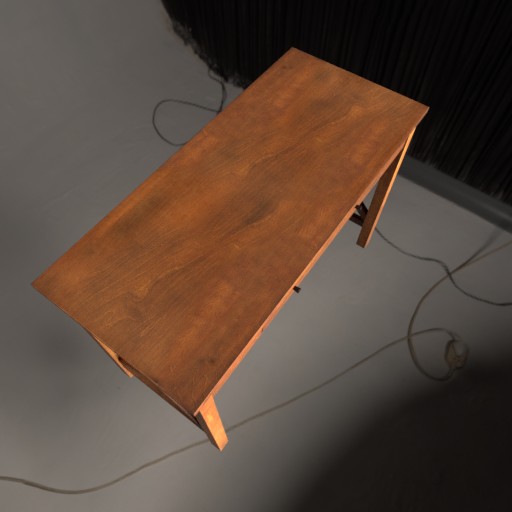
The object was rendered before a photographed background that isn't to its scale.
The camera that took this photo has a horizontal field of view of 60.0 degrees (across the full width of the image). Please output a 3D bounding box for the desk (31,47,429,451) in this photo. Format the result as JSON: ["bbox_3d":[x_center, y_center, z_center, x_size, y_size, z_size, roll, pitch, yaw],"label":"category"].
[{"bbox_3d":[0.000,0.000,1.530,0.508,0.762,1.117,32,64,17],"label":"desk"}]
